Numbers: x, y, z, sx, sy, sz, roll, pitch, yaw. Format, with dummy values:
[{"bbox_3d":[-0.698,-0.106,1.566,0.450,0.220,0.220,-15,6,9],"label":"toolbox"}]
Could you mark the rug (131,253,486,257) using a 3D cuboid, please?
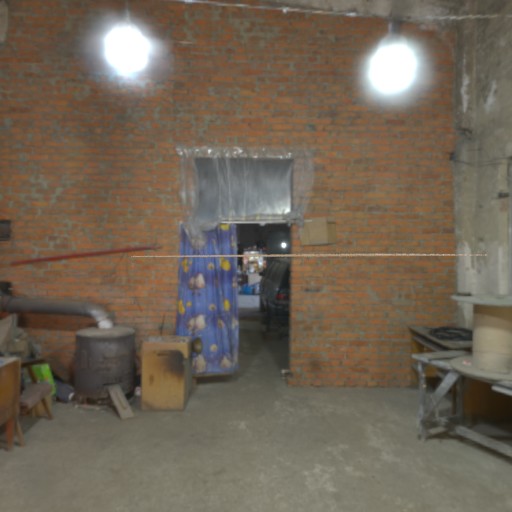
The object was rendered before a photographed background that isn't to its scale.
[{"bbox_3d":[0.000,0.000,2.676,0.660,0.005,2.464,0,0,-37],"label":"rug"}]
